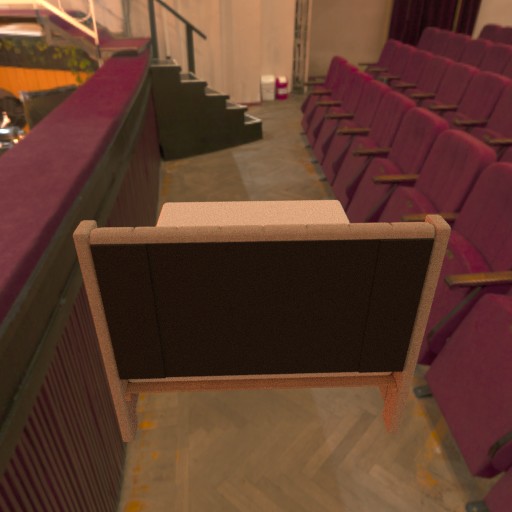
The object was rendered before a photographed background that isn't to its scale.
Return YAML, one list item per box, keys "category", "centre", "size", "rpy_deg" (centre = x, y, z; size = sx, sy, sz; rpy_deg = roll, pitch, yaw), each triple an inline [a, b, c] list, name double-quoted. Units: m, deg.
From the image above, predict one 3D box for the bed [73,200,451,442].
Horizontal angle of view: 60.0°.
- category: "bed"
  centre: [0.000, 0.000, 3.807]
  size: [2.045, 1.743, 2.370]
  rpy_deg: [-1, 31, -2]
